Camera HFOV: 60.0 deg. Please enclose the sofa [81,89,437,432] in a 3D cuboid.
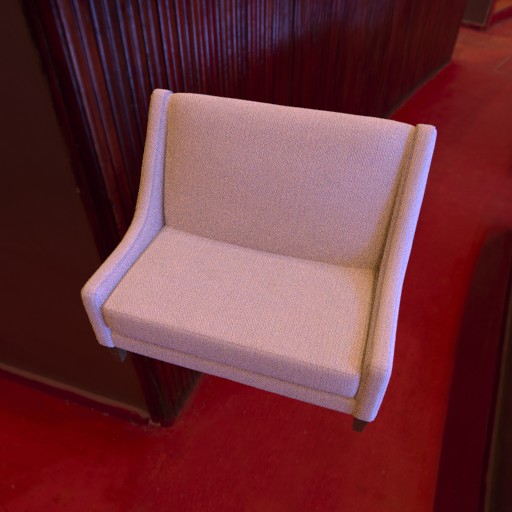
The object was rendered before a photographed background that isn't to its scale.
[{"bbox_3d":[0.000,0.000,1.906,1.242,1.022,0.870,12,44,13],"label":"sofa"}]
